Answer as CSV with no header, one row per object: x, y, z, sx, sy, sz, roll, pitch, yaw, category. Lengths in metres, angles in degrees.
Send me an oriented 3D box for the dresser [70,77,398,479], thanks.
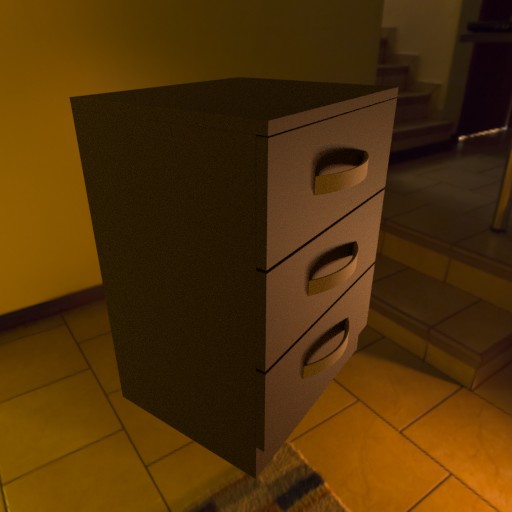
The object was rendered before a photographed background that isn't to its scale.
0.000,0.000,0.802,0.360,0.560,0.400,17,31,31,dresser
